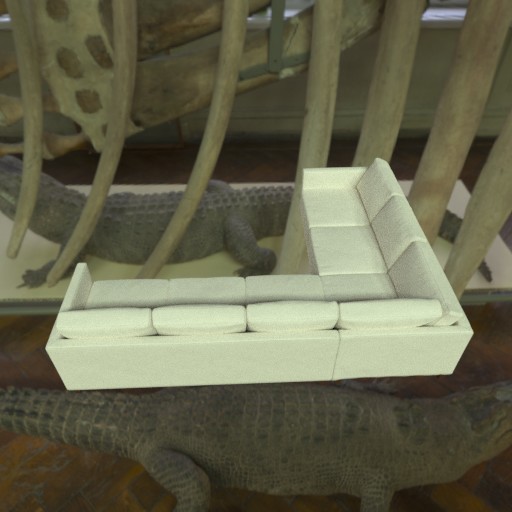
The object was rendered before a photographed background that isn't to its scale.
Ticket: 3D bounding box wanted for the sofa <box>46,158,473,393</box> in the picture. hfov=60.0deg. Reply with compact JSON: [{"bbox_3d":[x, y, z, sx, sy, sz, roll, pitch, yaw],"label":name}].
[{"bbox_3d":[0.000,0.000,4.315,3.182,0.863,2.432,-2,42,-2],"label":"sofa"}]
